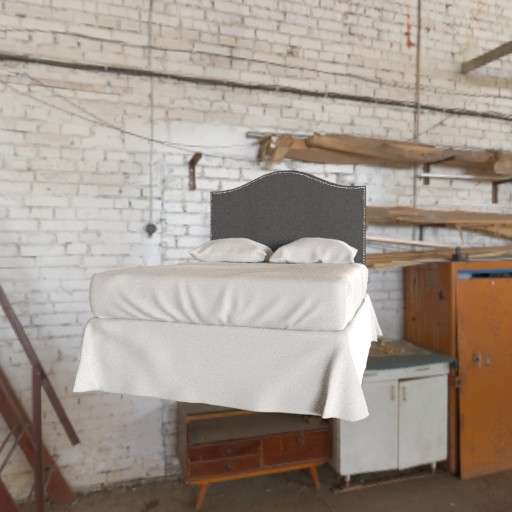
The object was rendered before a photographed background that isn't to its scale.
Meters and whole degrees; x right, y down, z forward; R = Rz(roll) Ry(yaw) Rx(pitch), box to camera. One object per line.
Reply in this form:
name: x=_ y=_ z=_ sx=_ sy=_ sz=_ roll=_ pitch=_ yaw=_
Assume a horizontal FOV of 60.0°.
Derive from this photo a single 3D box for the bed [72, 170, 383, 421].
bed: x=0.000 y=0.000 z=3.479 sx=1.876 sy=1.645 sz=2.221 roll=0 pitch=2 yaw=17
